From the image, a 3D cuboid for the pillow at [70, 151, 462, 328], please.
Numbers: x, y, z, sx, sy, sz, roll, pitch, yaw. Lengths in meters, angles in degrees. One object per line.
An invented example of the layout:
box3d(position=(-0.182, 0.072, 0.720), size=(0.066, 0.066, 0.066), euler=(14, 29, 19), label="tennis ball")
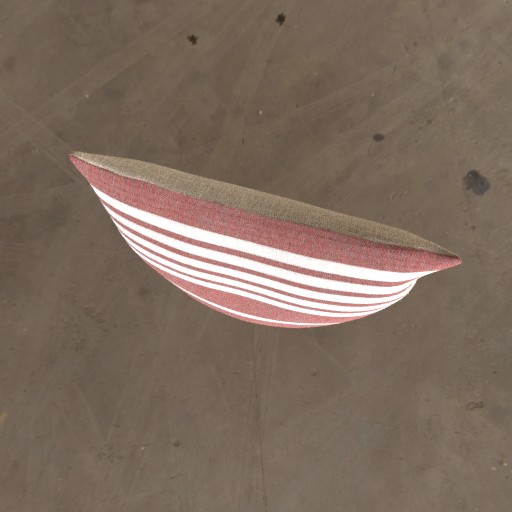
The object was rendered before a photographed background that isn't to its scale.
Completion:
box3d(position=(0.000, 0.000, 0.664), size=(0.439, 0.427, 0.182), euler=(15, 76, 4), label="pillow")
